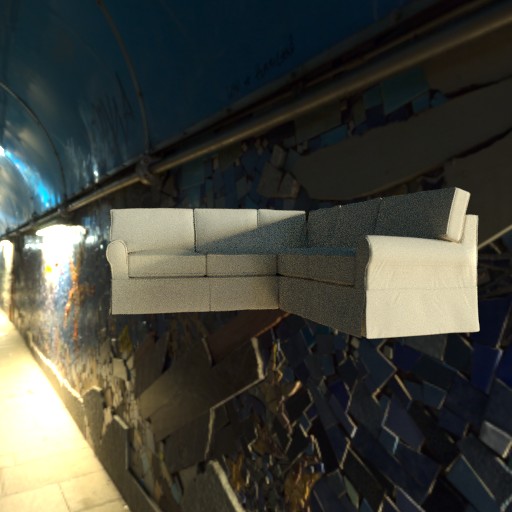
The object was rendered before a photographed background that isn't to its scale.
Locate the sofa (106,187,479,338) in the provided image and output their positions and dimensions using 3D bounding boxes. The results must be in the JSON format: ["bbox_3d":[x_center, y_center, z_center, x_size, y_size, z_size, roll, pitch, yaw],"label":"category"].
[{"bbox_3d":[0.000,0.000,4.001,2.591,1.070,2.597,0,1,-17],"label":"sofa"}]
